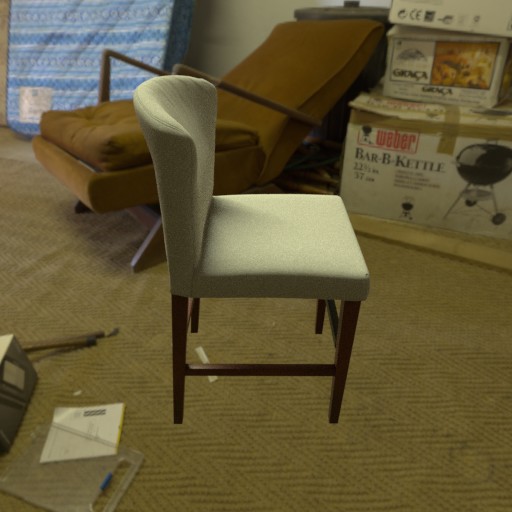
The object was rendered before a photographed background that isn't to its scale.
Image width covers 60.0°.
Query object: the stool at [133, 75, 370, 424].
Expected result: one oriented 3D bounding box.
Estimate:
[{"bbox_3d":[0.000,0.000,1.308,0.568,0.968,0.479,0,33,0],"label":"stool"}]
